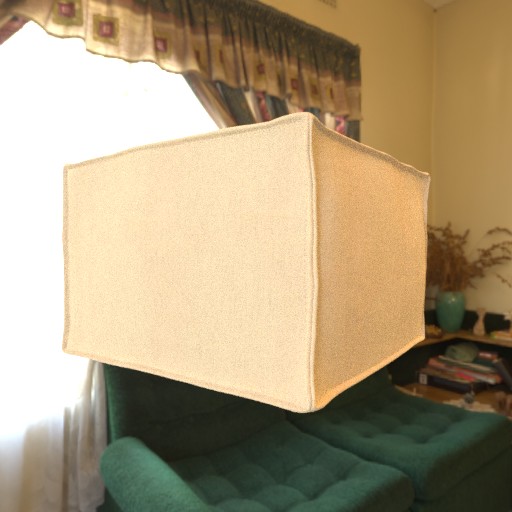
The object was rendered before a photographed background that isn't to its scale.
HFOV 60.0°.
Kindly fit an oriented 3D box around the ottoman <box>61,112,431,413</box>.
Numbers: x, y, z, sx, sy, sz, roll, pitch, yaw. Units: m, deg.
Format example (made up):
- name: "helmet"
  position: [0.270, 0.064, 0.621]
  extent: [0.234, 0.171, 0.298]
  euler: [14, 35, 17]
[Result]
- name: "ottoman"
  position: [0.000, 0.000, 1.118]
  extent: [0.707, 0.470, 0.696]
  euler: [1, 2, 36]
